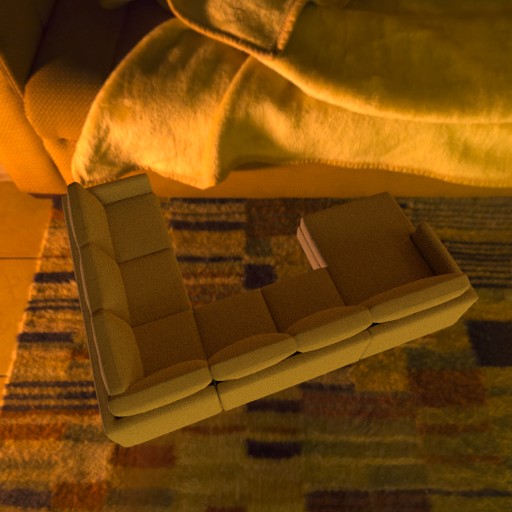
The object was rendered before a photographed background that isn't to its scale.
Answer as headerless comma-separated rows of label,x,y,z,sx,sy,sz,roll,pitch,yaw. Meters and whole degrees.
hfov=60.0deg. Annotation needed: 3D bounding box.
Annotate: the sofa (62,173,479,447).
sofa,0.000,0.000,4.568,3.460,0.961,2.594,-17,60,-10
